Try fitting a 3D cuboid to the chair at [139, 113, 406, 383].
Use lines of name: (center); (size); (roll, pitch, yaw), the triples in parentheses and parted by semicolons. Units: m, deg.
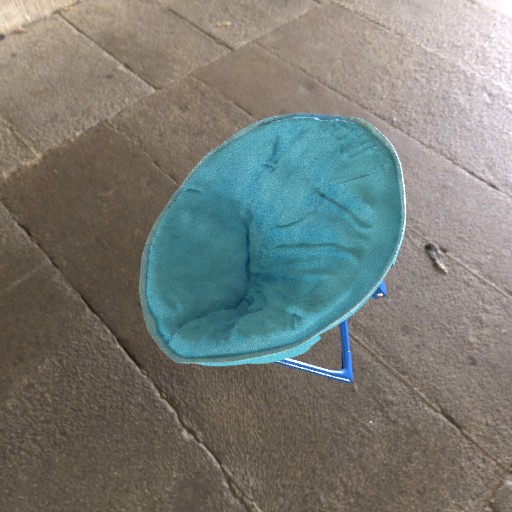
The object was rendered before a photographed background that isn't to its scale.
chair: (0.000, 0.000, 0.886); (0.465, 0.478, 0.520); (1, 57, 1)
